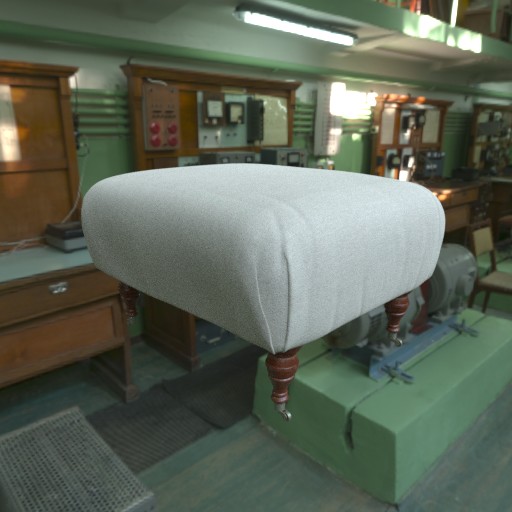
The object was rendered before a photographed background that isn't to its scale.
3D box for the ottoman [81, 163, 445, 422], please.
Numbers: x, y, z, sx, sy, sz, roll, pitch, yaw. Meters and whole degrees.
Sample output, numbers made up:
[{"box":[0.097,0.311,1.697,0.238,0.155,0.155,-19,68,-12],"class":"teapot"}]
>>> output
[{"box":[0.000,0.000,1.153,0.639,0.450,0.746,-15,22,-42],"class":"ottoman"}]
